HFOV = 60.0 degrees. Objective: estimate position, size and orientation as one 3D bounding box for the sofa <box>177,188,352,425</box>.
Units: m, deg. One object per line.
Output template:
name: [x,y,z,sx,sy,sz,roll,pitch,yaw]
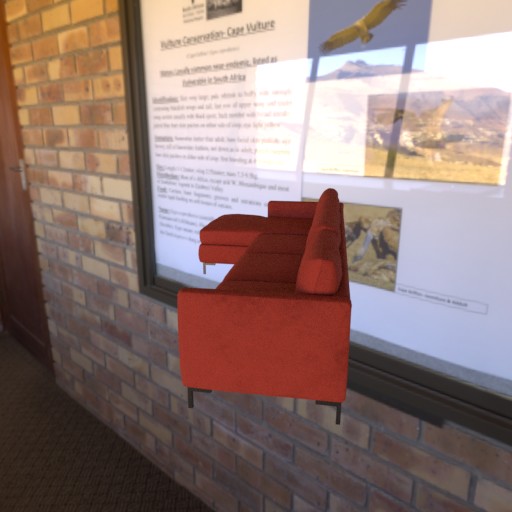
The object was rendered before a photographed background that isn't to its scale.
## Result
sofa: [0.000,0.000,2.880,1.136,0.663,2.467,3,16,10]
